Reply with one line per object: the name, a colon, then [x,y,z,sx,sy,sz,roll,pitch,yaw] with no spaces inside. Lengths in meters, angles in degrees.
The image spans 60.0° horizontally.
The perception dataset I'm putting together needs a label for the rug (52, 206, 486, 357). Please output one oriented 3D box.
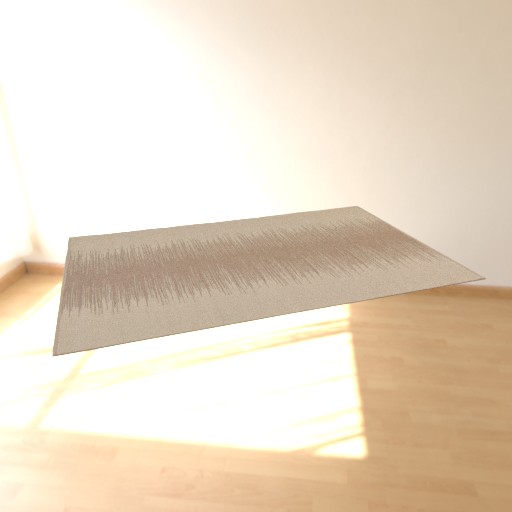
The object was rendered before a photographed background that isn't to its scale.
rug: [0.000,0.000,2.998,2.440,0.012,1.522,-8,25,-17]
